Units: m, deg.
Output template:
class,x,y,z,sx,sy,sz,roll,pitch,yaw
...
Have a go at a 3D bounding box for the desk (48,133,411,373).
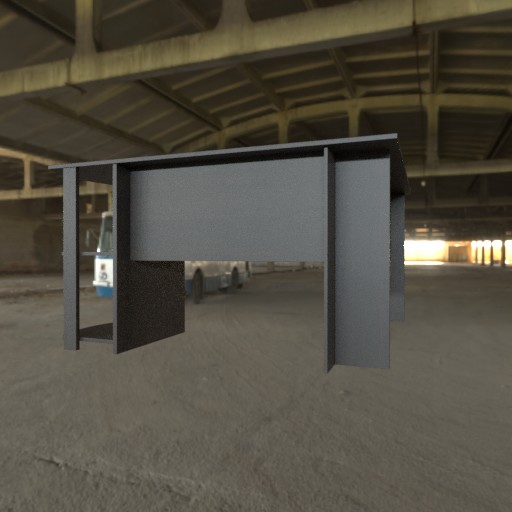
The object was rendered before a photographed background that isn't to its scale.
class,x,y,z,sx,sy,sz,roll,pitch,yaw
desk,0.000,0.000,2.118,1.361,0.716,1.303,0,0,21
